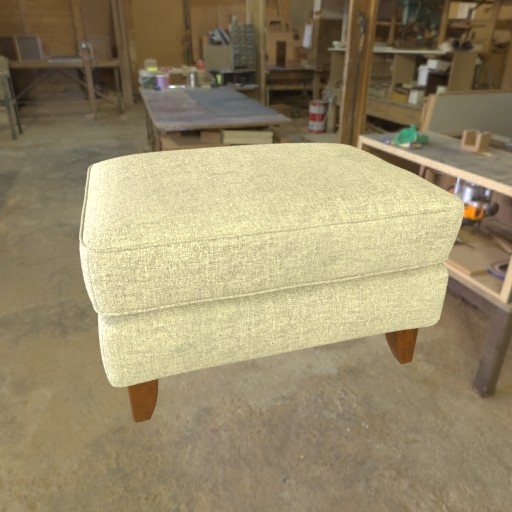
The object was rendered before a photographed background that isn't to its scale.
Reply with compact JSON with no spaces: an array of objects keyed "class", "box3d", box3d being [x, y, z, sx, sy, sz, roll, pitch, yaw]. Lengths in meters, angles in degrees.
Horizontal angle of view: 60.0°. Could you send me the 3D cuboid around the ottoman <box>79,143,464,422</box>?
[{"class":"ottoman","box3d":[0.000,0.000,1.290,0.889,0.561,0.661,-8,28,-15]}]
